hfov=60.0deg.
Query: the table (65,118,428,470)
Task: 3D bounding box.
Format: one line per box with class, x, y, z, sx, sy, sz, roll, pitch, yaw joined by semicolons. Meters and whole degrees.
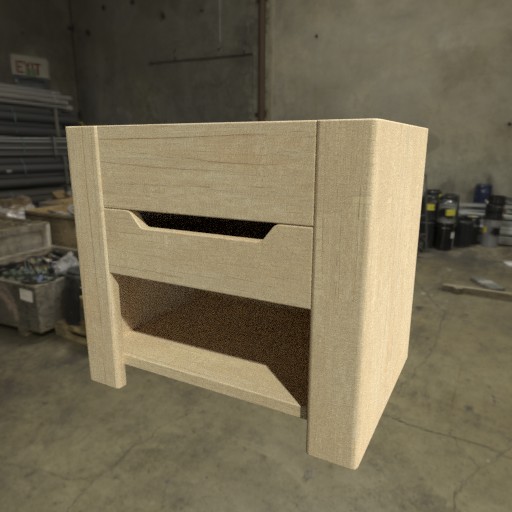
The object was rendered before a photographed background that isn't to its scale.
table;0.000;0.000;0.915;0.570;0.510;0.420;8;16;27
